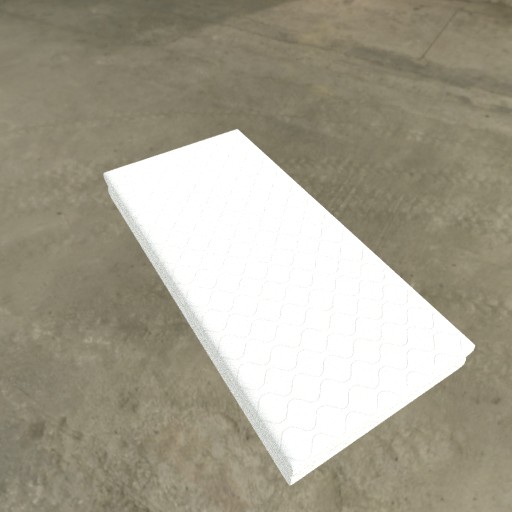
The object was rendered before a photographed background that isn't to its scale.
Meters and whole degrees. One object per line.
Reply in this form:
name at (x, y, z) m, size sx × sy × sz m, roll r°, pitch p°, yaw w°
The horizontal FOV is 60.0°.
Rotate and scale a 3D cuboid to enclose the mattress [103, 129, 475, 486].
mattress at (0.000, 0.000, 2.220) m, size 0.900 × 0.200 × 1.900 m, roll -24°, pitch 52°, yaw -21°
